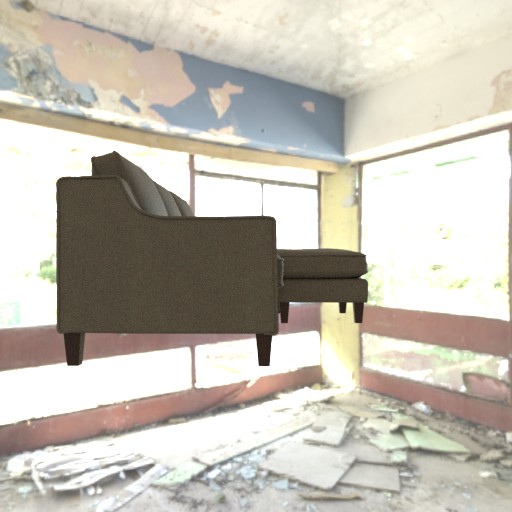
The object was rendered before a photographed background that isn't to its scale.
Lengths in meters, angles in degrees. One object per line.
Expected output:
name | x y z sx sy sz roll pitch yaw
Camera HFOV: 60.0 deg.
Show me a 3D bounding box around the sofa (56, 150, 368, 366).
sofa | 0.000 0.000 3.219 1.858 1.081 2.317 0 -1 0
